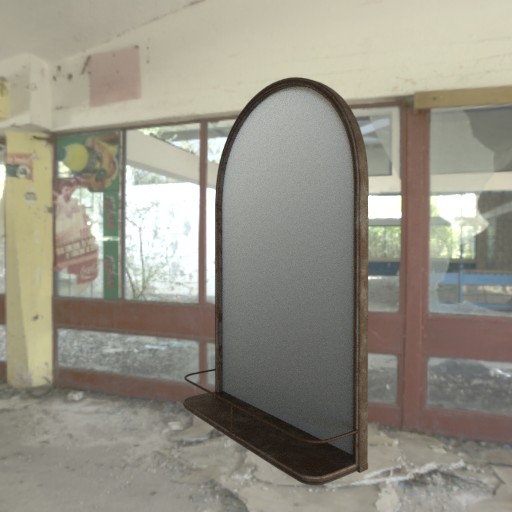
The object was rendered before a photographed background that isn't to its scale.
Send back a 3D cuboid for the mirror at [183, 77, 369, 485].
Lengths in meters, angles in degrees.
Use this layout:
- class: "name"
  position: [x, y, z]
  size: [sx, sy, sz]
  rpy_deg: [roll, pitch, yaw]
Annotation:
- class: "mirror"
  position: [0.000, 0.000, 0.966]
  size: [0.137, 0.770, 0.510]
  rpy_deg: [-1, 1, -36]
